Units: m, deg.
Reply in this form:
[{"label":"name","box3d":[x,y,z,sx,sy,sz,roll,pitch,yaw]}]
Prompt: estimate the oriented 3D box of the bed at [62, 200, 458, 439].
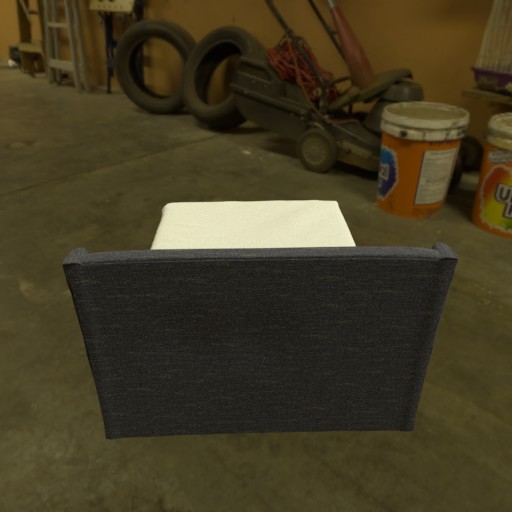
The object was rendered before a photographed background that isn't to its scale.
[{"label":"bed","box3d":[0.000,0.000,3.399,1.925,1.332,2.276,-1,31,-1]}]
